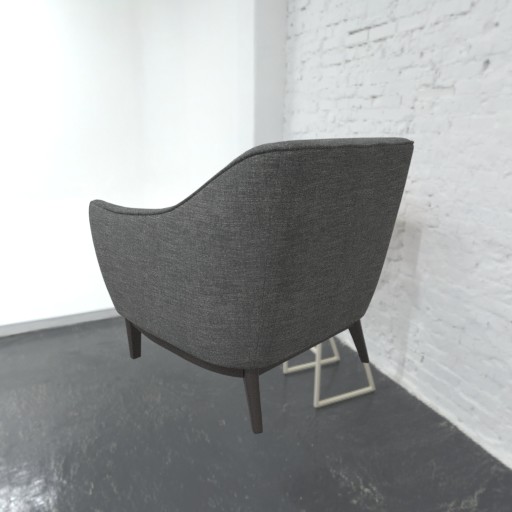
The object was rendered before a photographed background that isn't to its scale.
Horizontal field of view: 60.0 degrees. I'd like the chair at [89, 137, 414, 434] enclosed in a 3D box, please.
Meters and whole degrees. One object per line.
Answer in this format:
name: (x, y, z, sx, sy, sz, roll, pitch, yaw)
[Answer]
chair: (0.000, 0.000, 1.590, 0.870, 0.829, 0.851, -15, 22, -42)
